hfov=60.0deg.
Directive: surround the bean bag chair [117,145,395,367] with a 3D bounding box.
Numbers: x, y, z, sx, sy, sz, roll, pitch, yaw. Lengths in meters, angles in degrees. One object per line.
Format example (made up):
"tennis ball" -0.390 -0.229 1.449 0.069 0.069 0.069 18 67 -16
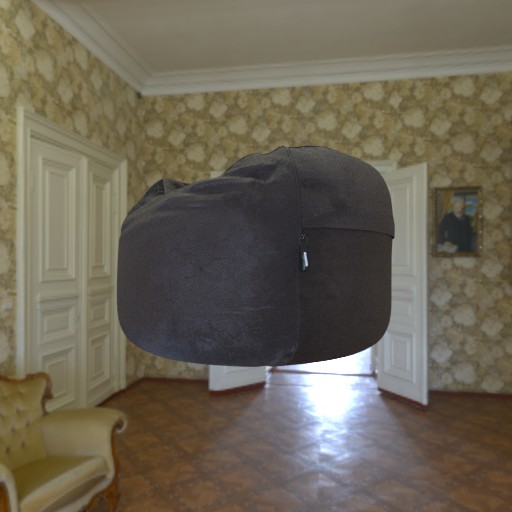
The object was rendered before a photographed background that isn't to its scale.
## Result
"bean bag chair" 0.000 0.000 1.527 0.918 0.605 0.918 0 -1 0
